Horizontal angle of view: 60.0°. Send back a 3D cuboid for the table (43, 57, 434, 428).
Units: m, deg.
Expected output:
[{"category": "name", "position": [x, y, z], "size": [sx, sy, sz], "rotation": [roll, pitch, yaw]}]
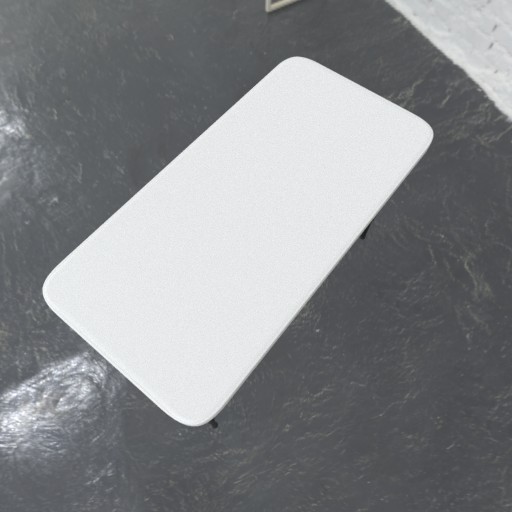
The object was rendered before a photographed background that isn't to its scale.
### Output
[{"category": "table", "position": [0.000, 0.000, 1.668], "size": [0.610, 0.737, 1.219], "rotation": [35, 69, 16]}]
